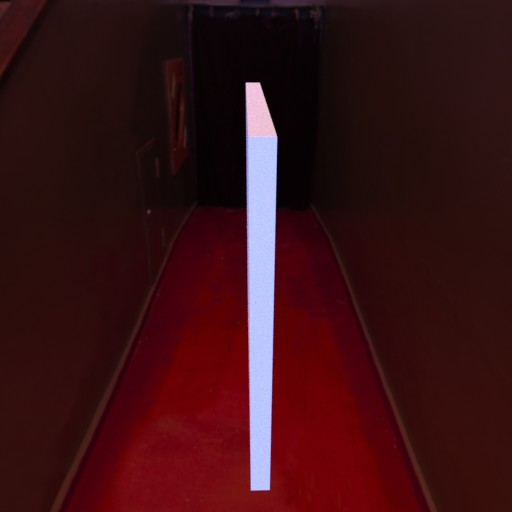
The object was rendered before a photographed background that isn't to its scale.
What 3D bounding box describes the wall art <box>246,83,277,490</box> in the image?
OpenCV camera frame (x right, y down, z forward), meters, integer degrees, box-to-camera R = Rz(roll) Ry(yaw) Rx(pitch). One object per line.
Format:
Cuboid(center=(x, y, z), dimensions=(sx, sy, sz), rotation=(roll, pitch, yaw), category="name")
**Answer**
Cuboid(center=(0.000, 0.000, 1.144), dimensions=(0.041, 0.765, 0.768), rotation=(-1, 27, -1), category="wall art")
